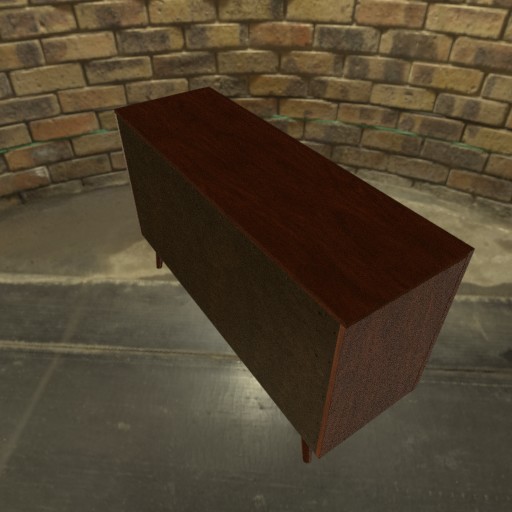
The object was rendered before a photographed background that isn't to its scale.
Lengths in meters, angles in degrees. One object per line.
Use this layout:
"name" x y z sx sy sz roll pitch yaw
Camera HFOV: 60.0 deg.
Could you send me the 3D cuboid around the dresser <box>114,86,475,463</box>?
"dresser" 0.000 0.000 1.874 0.500 0.889 1.472 -24 46 -25
